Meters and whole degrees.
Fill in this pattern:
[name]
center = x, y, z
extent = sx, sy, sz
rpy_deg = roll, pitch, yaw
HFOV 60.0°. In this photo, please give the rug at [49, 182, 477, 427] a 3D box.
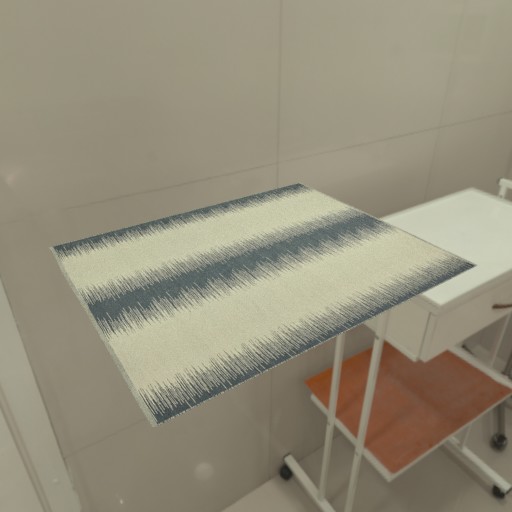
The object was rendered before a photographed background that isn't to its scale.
[rug]
center = 0.000, 0.000, 4.008
extent = 3.037, 0.004, 2.453
rpy_deg = -19, 35, -29
